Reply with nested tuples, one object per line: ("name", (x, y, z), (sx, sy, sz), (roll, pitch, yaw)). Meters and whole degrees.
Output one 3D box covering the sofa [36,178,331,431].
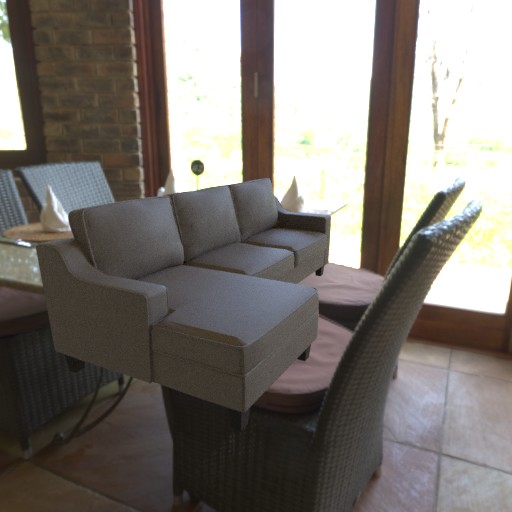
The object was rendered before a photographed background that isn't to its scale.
("sofa", (0.000, 0.000, 3.211), (1.294, 0.928, 2.561), (8, 17, 28))
